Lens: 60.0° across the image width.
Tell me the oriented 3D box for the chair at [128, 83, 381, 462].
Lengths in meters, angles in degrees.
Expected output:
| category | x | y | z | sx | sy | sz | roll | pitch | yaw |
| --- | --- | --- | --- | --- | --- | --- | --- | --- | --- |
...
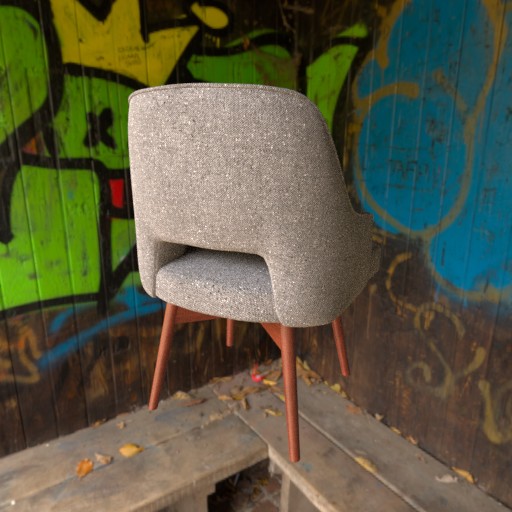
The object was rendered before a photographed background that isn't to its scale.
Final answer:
| category | x | y | z | sx | sy | sz | roll | pitch | yaw |
| --- | --- | --- | --- | --- | --- | --- | --- | --- | --- |
| chair | 0.000 | 0.000 | 1.266 | 0.608 | 0.875 | 0.629 | 8 | 18 | 26 |
